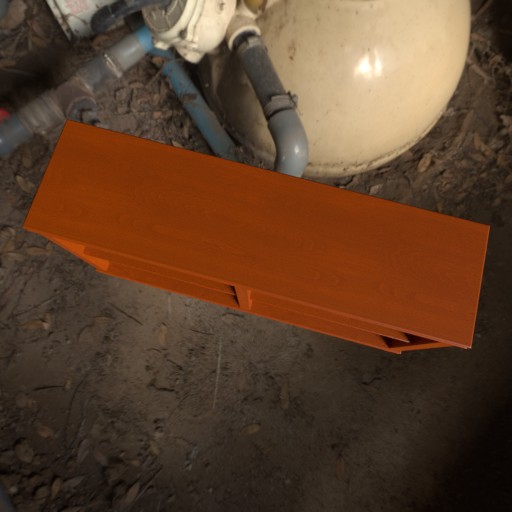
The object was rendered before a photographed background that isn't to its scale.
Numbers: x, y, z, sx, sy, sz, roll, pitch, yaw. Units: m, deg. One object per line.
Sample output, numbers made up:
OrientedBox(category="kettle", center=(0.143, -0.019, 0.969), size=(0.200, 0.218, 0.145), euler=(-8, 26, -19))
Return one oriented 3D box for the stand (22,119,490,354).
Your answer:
OrientedBox(category="stand", center=(0.000, 0.000, 1.714), size=(1.372, 0.762, 0.381), euler=(15, 77, 4))
